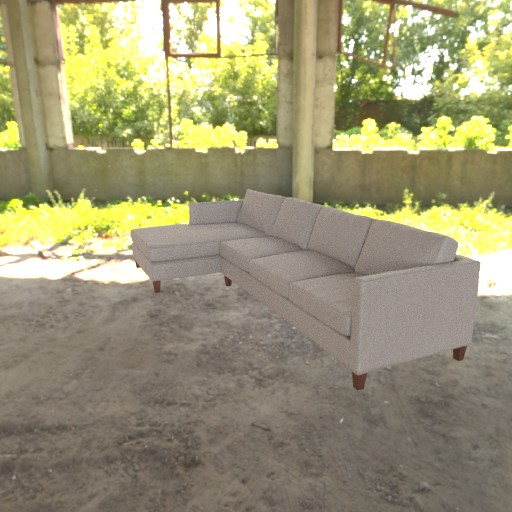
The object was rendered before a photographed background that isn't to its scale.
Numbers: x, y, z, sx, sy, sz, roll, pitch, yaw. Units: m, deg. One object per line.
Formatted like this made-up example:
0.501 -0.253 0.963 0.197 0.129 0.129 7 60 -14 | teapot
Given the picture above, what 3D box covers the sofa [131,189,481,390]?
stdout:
0.000 0.000 3.864 1.625 0.846 3.186 -7 17 -24 | sofa
